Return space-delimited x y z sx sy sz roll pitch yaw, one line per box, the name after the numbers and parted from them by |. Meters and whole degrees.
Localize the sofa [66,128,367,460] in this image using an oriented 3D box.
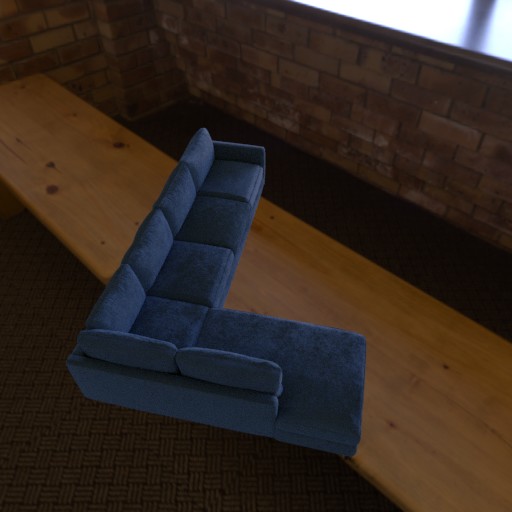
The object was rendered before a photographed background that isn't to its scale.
0.000 0.000 3.937 2.007 0.815 2.949 9 46 8 | sofa
